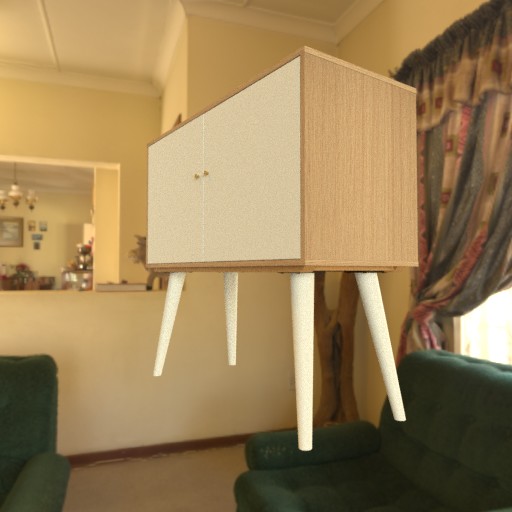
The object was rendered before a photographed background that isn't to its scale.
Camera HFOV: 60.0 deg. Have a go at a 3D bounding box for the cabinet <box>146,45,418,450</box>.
[{"bbox_3d":[0.000,0.000,1.651,0.470,1.016,1.057,1,-2,-35],"label":"cabinet"}]
